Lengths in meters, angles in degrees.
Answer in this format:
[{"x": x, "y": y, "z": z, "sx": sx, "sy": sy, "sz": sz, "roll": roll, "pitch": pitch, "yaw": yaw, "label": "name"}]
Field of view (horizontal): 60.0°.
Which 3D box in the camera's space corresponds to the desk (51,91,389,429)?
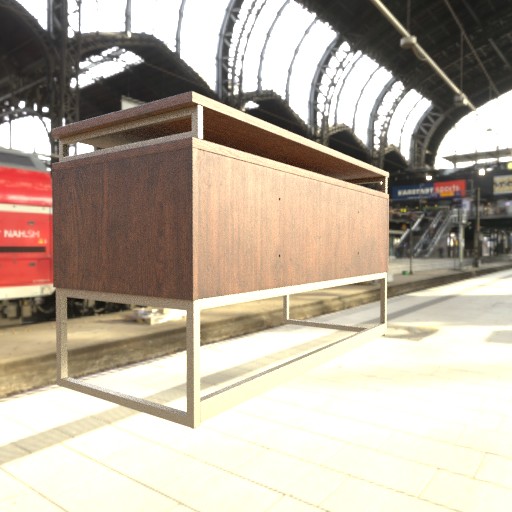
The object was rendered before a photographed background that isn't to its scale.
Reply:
[{"x": 0.000, "y": 0.000, "z": 1.769, "sx": 0.610, "sy": 0.792, "sz": 1.384, "roll": 1, "pitch": 2, "yaw": 35, "label": "desk"}]
